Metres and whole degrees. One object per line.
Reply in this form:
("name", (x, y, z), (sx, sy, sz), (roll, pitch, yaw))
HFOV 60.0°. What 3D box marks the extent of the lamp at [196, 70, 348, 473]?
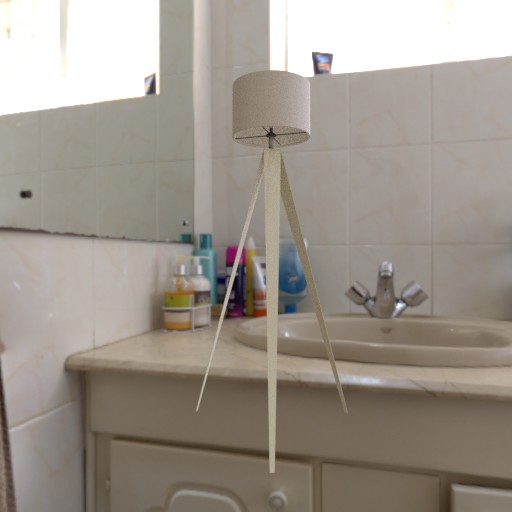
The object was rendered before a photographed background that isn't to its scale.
("lamp", (0.000, 0.000, 1.950), (0.716, 1.524, 0.724), (0, -1, 18))
